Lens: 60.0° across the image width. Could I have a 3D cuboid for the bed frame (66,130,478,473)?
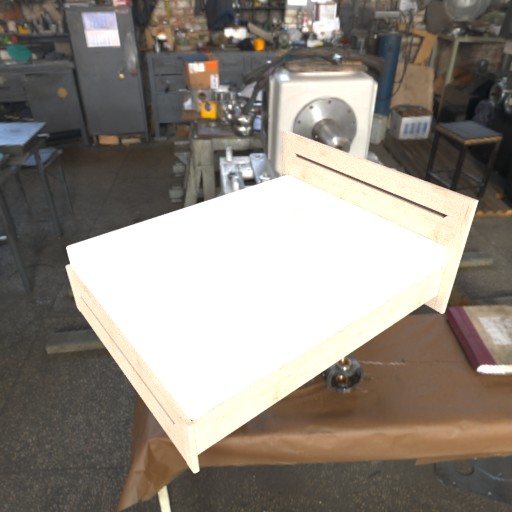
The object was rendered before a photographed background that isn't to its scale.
[{"bbox_3d":[0.000,0.000,3.033,2.080,0.900,1.800,-23,40,-31],"label":"bed frame"}]
